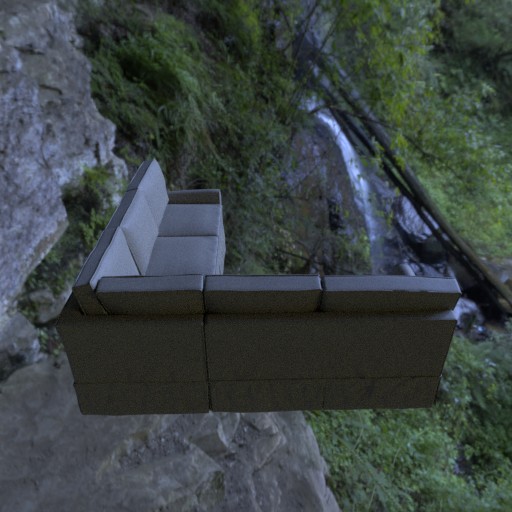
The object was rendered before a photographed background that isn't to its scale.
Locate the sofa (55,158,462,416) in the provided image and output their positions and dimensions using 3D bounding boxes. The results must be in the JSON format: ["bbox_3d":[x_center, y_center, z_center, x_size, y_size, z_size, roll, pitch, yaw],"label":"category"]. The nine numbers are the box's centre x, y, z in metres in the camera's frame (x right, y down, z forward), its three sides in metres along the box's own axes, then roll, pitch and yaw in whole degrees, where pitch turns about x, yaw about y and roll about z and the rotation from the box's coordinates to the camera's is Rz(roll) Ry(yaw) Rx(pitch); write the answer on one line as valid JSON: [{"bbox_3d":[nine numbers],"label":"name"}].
[{"bbox_3d":[0.000,0.000,4.060,2.618,1.081,2.623,-1,31,-1],"label":"sofa"}]
